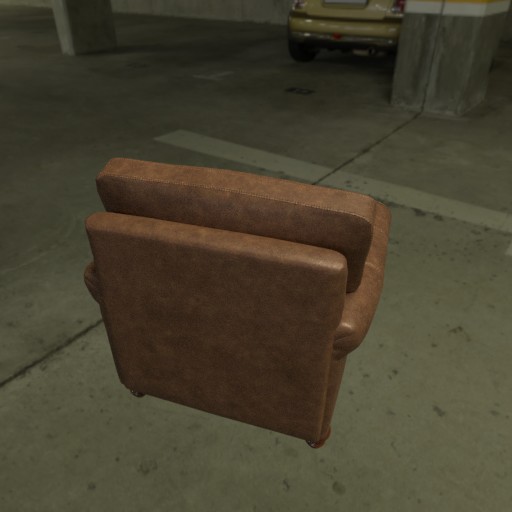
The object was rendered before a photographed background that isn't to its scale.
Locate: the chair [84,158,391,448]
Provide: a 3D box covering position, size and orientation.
[{"bbox_3d":[0.000,0.000,1.776,0.996,0.976,1.002,10,34,15],"label":"chair"}]
